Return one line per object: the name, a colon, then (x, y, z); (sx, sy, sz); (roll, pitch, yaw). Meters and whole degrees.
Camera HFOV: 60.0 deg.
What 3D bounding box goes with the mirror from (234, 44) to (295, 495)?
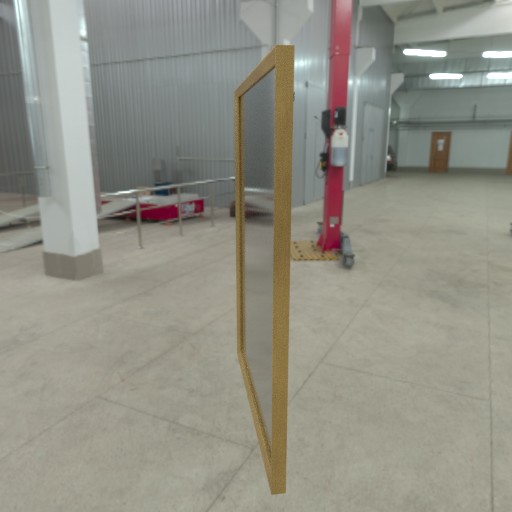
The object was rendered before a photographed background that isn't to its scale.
mirror: (0.000, 0.000, 1.329); (0.041, 1.016, 0.762); (-2, 14, -8)
